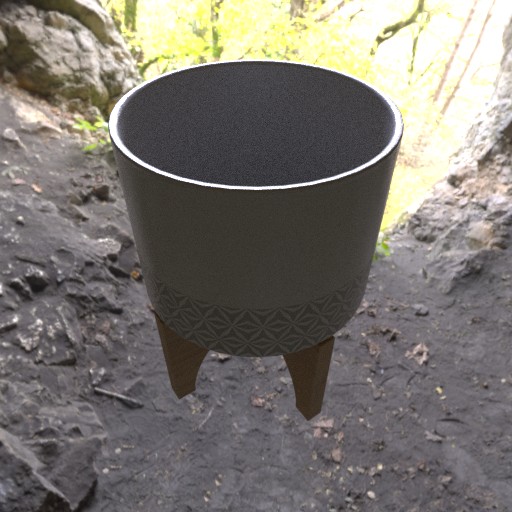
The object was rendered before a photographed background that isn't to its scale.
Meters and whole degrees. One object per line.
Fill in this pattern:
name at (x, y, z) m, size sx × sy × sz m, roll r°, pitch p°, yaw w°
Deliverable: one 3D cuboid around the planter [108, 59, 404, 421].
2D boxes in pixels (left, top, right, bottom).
planter at (0.000, 0.000, 0.377) m, size 0.188 × 0.260 × 0.188 m, roll 0°, pitch 42°, yaw 0°
